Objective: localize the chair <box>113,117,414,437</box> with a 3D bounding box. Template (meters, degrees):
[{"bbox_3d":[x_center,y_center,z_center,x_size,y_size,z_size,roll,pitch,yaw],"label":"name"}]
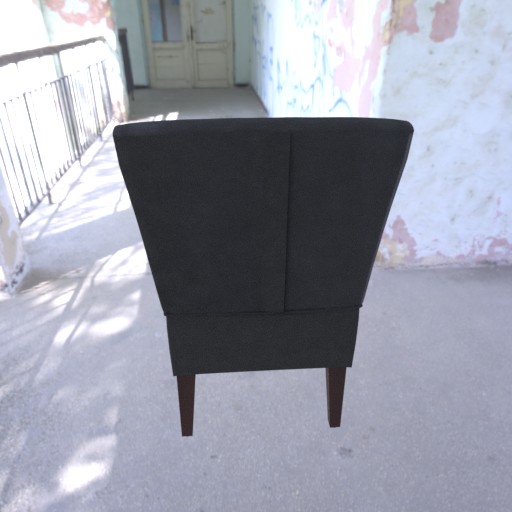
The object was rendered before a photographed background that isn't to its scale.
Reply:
[{"bbox_3d":[0.000,0.000,1.167,0.521,0.806,0.554,-2,29,-3],"label":"chair"}]
